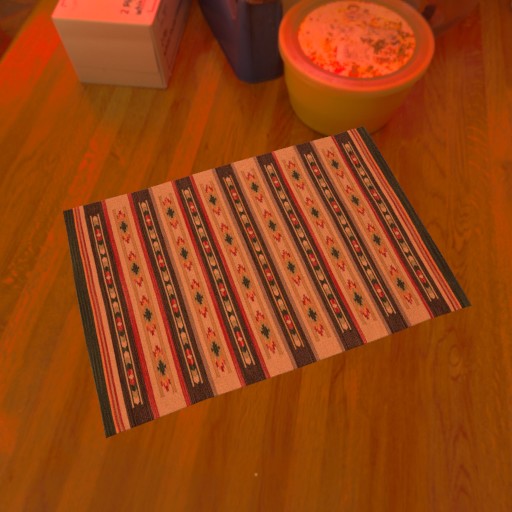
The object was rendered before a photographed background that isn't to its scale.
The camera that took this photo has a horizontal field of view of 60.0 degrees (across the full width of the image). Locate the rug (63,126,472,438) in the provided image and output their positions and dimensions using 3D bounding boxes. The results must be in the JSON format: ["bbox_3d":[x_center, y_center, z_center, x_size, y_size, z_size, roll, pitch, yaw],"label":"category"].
[{"bbox_3d":[0.000,0.000,2.299,1.825,0.009,1.221,-18,65,-8],"label":"rug"}]
